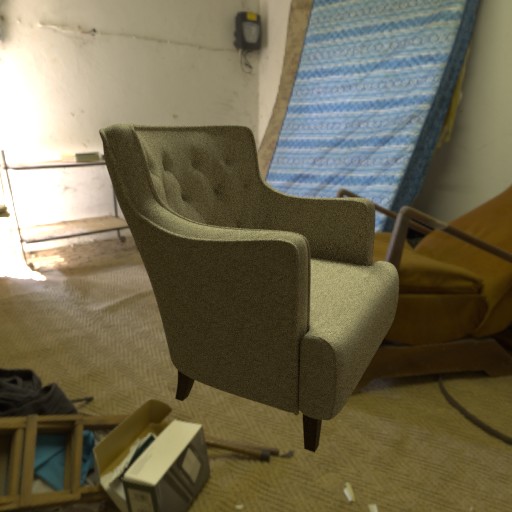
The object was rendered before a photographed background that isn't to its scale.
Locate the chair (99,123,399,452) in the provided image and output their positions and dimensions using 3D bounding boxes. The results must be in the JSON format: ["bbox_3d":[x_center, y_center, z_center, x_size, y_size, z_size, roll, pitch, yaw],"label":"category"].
[{"bbox_3d":[0.000,0.000,1.628,0.910,0.920,0.820,8,18,27],"label":"chair"}]
